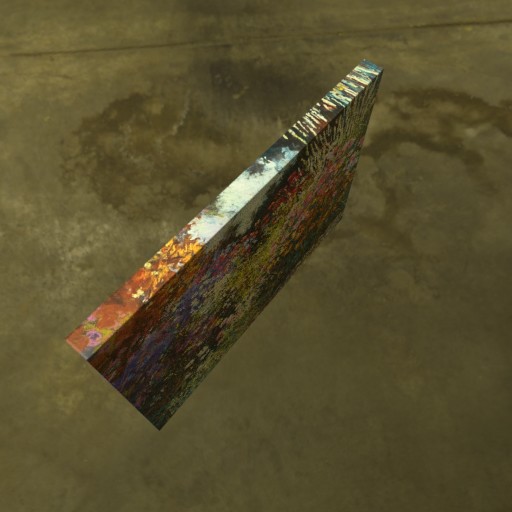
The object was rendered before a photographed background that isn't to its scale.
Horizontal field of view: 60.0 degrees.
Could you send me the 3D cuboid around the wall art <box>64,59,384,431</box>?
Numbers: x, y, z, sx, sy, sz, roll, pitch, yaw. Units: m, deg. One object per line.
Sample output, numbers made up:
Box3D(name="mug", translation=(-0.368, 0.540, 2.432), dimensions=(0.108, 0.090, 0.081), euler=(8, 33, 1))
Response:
Box3D(name="wall art", translation=(0.000, 0.000, 0.763), dimensions=(0.037, 0.406, 0.610), euler=(34, 65, 19))
